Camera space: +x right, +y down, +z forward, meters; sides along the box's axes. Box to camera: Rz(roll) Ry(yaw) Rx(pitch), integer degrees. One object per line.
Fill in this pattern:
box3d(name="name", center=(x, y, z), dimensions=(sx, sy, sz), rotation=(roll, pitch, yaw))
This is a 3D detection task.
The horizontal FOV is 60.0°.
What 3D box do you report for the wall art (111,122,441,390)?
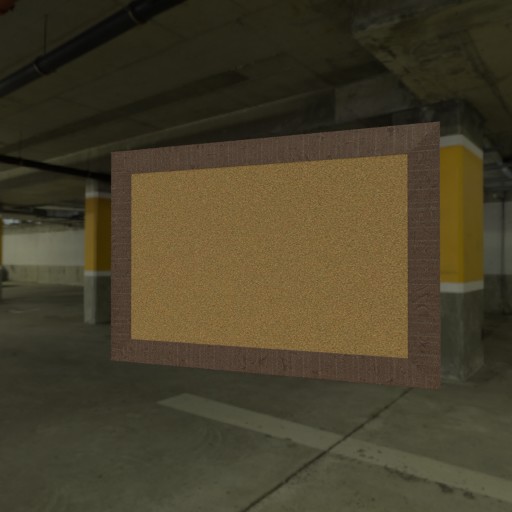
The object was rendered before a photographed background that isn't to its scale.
box3d(name="wall art", center=(0.000, 0.000, 1.194), dimensions=(0.917, 0.626, 0.019), rotation=(0, 0, 19))
